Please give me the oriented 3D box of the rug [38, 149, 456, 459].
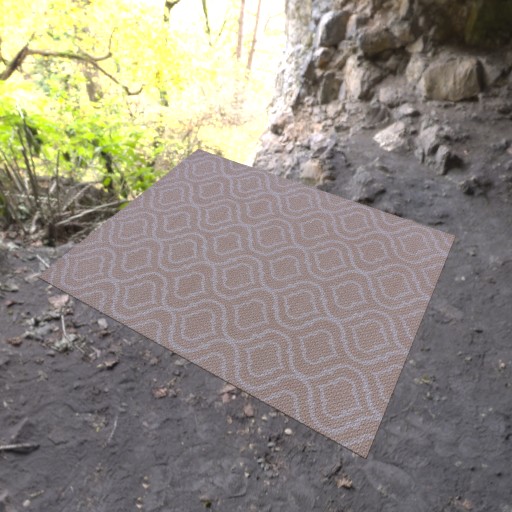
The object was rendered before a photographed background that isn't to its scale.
[{"bbox_3d":[0.000,0.000,3.877,2.894,0.013,2.286,23,50,21],"label":"rug"}]
